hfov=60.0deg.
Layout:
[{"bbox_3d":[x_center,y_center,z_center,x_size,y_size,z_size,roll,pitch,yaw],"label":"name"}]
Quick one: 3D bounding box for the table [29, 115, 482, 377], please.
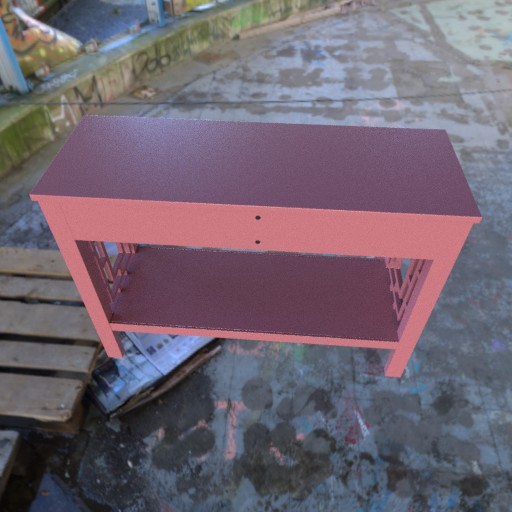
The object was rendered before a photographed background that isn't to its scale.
[{"bbox_3d":[0.000,0.000,1.449,1.068,0.753,0.397,3,46,3],"label":"table"}]
